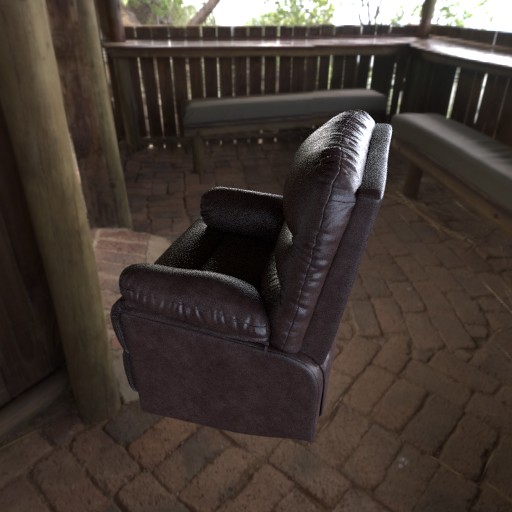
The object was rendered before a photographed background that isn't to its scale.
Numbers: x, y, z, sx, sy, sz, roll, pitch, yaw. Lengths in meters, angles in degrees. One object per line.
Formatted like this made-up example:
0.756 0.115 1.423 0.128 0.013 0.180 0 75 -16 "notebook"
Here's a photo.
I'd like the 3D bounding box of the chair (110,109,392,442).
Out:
0.000 0.000 1.729 0.879 1.041 0.940 8 31 14 "chair"
